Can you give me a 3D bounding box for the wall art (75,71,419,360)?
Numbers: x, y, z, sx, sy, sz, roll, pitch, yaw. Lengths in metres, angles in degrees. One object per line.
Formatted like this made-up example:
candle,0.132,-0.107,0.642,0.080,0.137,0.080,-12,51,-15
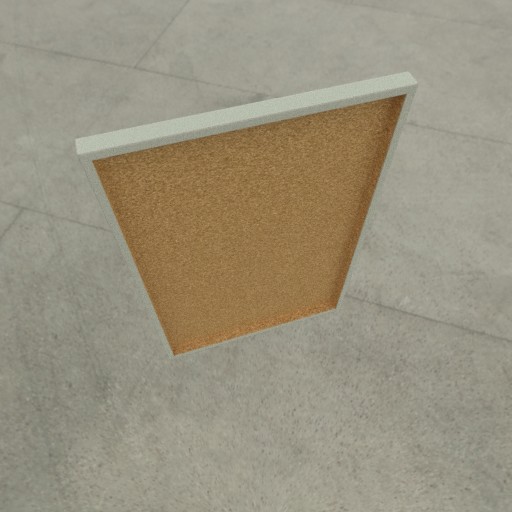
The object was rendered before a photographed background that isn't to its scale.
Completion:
wall art,0.000,0.000,1.148,0.610,0.914,0.038,-15,58,-10
